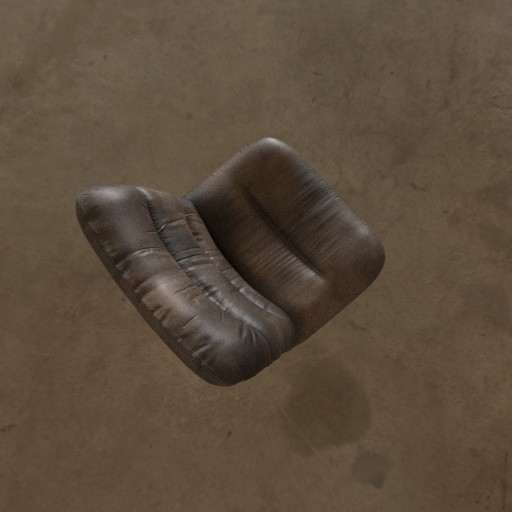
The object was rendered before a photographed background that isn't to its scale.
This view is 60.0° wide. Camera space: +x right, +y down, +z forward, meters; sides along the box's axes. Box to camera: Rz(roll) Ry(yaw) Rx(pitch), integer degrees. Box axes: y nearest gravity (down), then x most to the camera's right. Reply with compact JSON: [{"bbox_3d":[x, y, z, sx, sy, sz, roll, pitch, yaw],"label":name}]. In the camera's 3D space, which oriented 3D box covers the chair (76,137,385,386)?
[{"bbox_3d":[0.000,0.000,1.272,0.622,0.870,0.549,-39,78,-10],"label":"chair"}]
